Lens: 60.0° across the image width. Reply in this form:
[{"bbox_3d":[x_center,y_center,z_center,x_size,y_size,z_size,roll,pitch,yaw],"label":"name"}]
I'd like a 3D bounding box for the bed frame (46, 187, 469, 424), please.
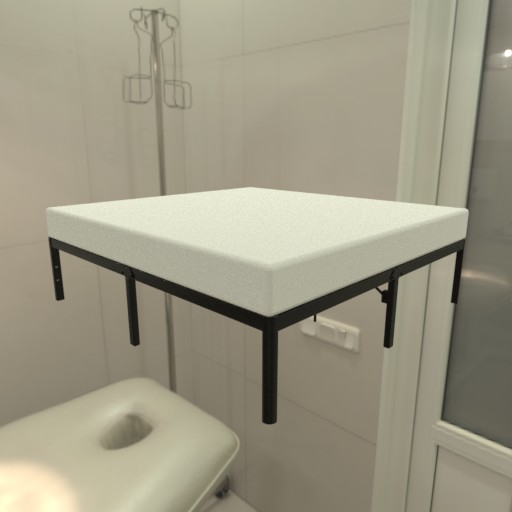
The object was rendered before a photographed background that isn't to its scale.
[{"bbox_3d":[0.000,0.000,3.034,2.079,0.659,1.963,14,20,43],"label":"bed frame"}]
